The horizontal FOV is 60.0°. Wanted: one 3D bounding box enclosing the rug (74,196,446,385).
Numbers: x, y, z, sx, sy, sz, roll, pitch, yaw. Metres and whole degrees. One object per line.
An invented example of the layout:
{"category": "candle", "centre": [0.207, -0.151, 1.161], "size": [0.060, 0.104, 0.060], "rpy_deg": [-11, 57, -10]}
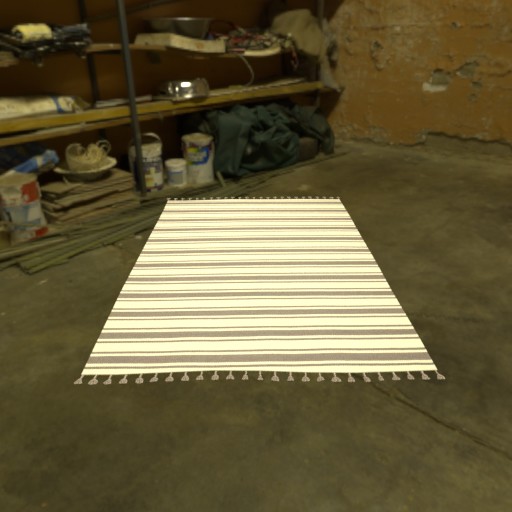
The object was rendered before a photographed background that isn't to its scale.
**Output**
{"category": "rug", "centre": [0.000, 0.000, 2.938], "size": [1.563, 0.014, 2.425], "rpy_deg": [0, 26, -1]}
